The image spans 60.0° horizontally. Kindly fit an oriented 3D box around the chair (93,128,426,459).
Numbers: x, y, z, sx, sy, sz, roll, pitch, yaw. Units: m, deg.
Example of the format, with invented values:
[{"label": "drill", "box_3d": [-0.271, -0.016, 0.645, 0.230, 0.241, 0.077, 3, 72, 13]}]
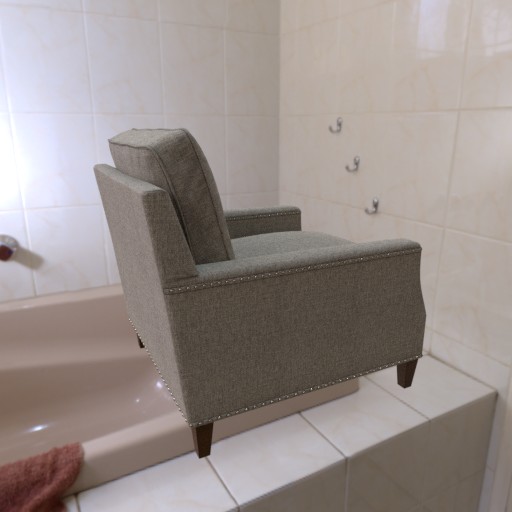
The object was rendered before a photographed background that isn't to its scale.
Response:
[{"label": "chair", "box_3d": [0.000, 0.000, 1.693, 1.014, 0.943, 0.853, -8, 18, -26]}]
